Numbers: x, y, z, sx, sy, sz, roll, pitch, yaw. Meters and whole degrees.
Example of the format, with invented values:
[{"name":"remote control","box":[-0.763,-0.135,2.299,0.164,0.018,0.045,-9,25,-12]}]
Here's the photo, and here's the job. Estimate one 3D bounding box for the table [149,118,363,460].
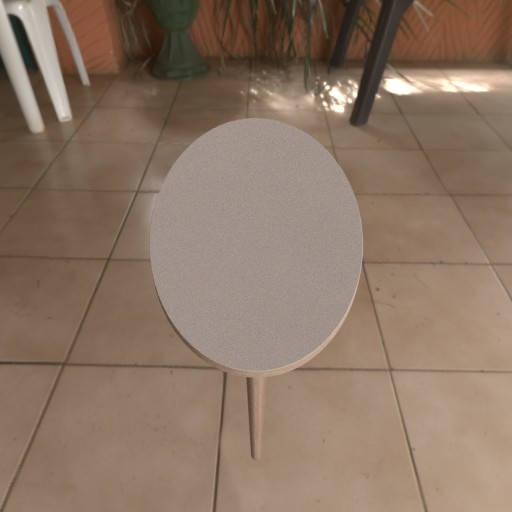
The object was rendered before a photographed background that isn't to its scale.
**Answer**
[{"name":"table","box":[0.000,0.000,1.323,0.542,0.390,1.083,0,41,0]}]
